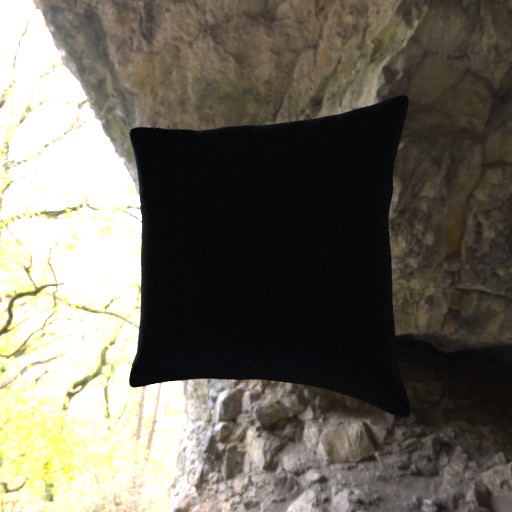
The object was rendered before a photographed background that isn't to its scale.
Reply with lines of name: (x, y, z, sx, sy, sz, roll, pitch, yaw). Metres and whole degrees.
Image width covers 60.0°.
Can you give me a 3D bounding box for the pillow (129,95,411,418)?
pillow: (0.000, 0.000, 0.654, 0.431, 0.431, 0.141, 0, 0, 18)
